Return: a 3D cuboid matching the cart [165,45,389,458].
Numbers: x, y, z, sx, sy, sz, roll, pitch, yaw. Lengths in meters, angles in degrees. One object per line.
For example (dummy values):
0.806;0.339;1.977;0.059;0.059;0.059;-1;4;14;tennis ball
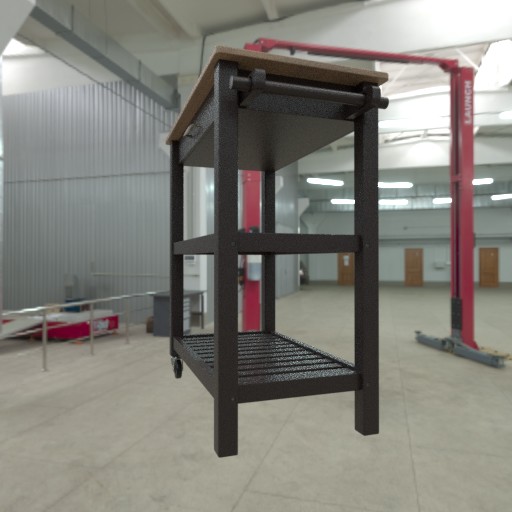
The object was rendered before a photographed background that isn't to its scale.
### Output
0.000;0.000;1.417;0.457;0.927;0.899;0;-1;-19;cart
